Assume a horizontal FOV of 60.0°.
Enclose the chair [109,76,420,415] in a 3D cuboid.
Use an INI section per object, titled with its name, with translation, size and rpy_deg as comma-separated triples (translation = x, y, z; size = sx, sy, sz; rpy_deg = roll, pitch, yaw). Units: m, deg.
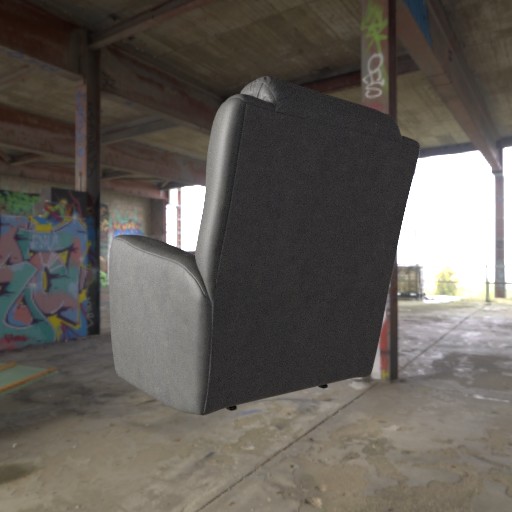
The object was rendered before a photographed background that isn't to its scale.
[chair]
translation = 0.000, 0.000, 1.897
size = 0.967, 1.116, 1.068
rpy_deg = 0, 0, -36
